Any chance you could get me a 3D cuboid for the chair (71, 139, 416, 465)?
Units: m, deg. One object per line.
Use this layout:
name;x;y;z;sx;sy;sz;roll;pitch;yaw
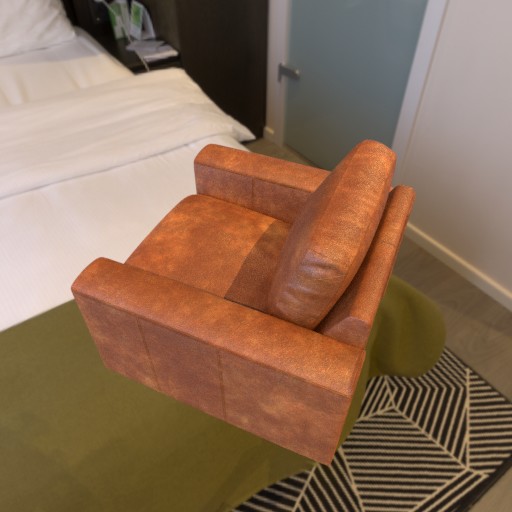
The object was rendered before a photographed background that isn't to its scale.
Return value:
chair;0.000;0.000;1.750;1.016;0.873;1.005;18;48;17
